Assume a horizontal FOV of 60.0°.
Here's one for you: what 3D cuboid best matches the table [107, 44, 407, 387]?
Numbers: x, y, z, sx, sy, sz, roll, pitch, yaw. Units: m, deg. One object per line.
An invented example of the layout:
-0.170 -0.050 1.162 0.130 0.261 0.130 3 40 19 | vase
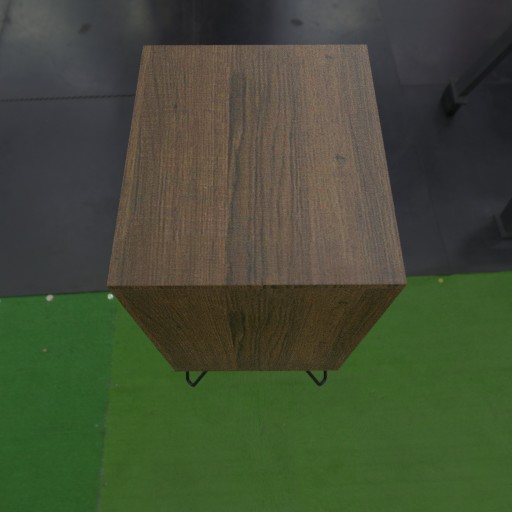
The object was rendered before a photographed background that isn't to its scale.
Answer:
0.000 0.000 1.164 0.457 0.866 0.526 0 64 0 | table
